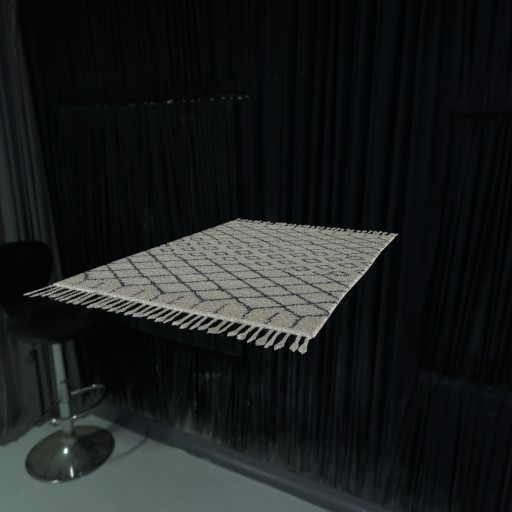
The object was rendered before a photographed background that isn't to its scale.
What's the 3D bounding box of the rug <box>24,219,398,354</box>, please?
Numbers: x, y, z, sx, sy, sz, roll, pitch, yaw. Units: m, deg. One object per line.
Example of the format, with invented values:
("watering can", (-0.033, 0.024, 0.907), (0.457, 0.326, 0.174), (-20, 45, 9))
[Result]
("rug", (0.000, 0.000, 3.278), (1.664, 0.029, 2.615), (7, 17, 25))
